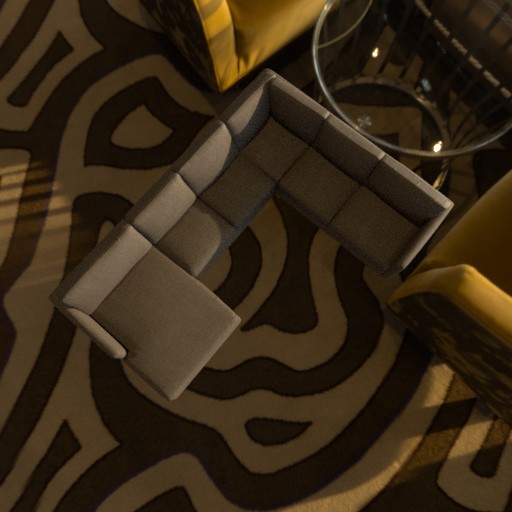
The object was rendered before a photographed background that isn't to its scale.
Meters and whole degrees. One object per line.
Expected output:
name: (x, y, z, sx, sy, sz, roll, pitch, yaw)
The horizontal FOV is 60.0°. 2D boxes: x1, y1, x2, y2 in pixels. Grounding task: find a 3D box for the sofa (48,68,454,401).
sofa: (0.000, 0.000, 4.756, 2.594, 0.961, 3.460, 39, 80, 8)
